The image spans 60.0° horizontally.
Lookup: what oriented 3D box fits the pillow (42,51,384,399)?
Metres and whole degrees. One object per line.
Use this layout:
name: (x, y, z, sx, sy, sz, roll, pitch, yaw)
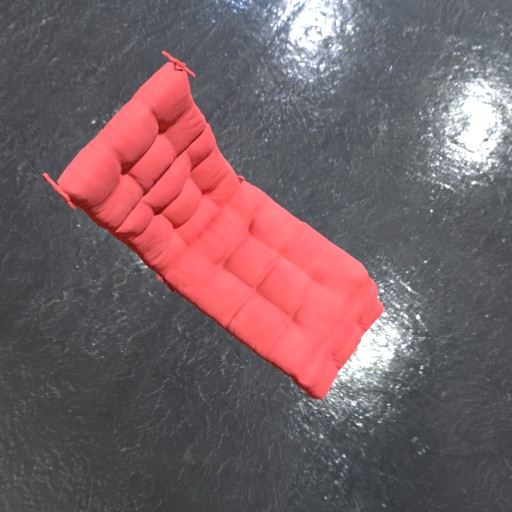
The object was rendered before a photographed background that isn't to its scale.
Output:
pillow: (0.000, 0.000, 1.508, 1.016, 0.863, 0.526, 36, 78, 9)
